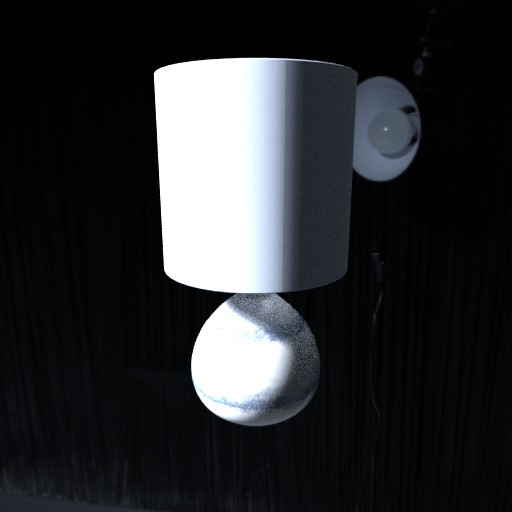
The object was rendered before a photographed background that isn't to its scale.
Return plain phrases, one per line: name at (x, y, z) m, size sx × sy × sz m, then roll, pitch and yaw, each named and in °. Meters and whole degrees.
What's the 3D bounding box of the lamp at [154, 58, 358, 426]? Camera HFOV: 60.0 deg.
lamp at (0.000, 0.000, 0.533) m, size 0.216 × 0.404 × 0.216 m, roll 3°, pitch 14°, yaw 10°
